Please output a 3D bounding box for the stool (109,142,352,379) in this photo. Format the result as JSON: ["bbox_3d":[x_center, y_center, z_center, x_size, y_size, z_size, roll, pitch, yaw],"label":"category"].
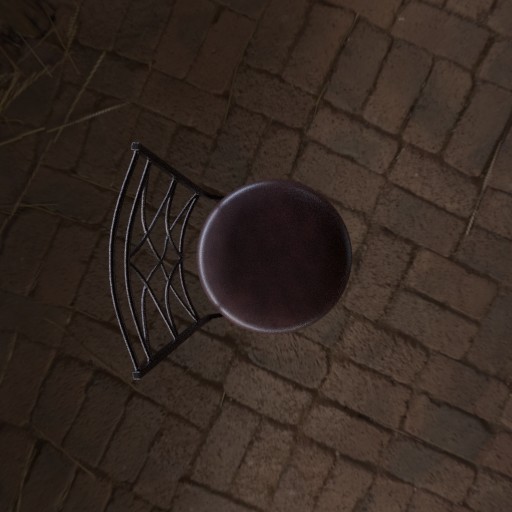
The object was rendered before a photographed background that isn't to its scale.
[{"bbox_3d":[0.000,0.000,1.365,0.534,1.117,0.434,0,91,0],"label":"stool"}]
